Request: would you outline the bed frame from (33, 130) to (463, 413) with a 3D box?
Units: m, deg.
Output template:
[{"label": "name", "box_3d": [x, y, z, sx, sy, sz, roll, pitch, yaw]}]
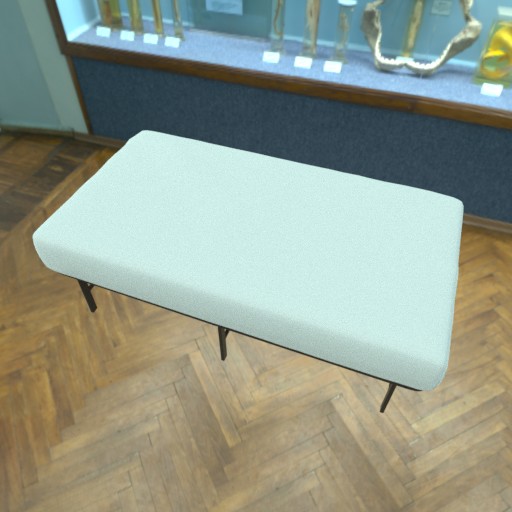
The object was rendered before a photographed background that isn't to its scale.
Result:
[{"label": "bed frame", "box_3d": [0.000, 0.000, 2.343, 1.908, 0.640, 1.025, 16, 49, 14]}]
